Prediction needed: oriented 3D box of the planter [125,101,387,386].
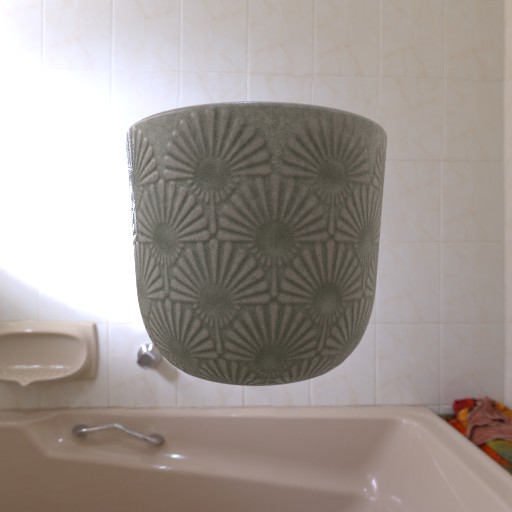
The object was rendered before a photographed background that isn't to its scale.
[{"bbox_3d":[0.000,0.000,0.299,0.170,0.152,0.170,0,0,0],"label":"planter"}]
